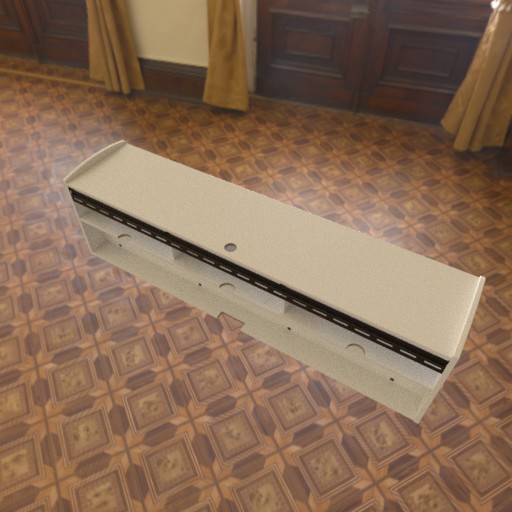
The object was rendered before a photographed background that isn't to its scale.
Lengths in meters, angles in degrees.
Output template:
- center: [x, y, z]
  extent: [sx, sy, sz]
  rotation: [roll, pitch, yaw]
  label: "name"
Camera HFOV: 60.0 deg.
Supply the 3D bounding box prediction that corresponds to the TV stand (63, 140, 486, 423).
- center: [0.000, 0.000, 1.668]
  extent: [1.473, 0.424, 0.397]
  rotation: [24, 51, 21]
  label: "TV stand"
